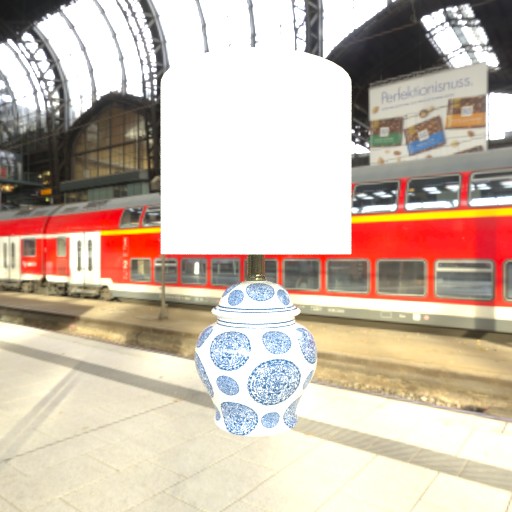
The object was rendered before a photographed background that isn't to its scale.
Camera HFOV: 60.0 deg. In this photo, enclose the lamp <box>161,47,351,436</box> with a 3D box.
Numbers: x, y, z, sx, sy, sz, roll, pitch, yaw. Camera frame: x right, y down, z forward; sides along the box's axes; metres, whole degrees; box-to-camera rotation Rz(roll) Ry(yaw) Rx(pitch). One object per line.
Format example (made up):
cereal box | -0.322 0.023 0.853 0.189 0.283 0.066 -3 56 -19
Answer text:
lamp | 0.000 0.000 0.512 0.215 0.381 0.215 0 0 36
